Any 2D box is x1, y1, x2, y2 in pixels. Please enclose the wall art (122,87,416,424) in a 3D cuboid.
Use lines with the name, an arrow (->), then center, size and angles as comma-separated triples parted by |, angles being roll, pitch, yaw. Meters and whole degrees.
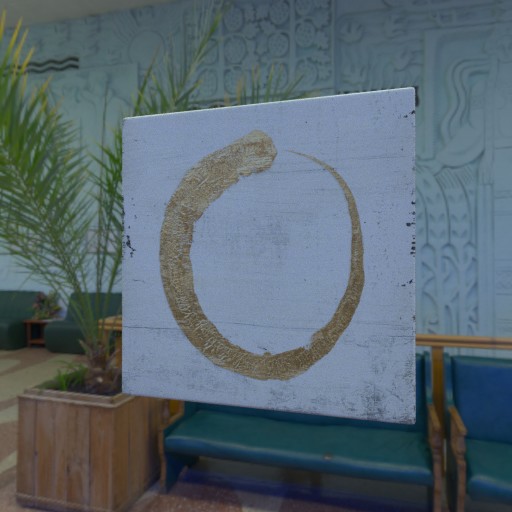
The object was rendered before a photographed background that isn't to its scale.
wall art -> 0.000, 0.000, 1.128 | 0.762, 0.762, 0.038 | 0, 0, 17
